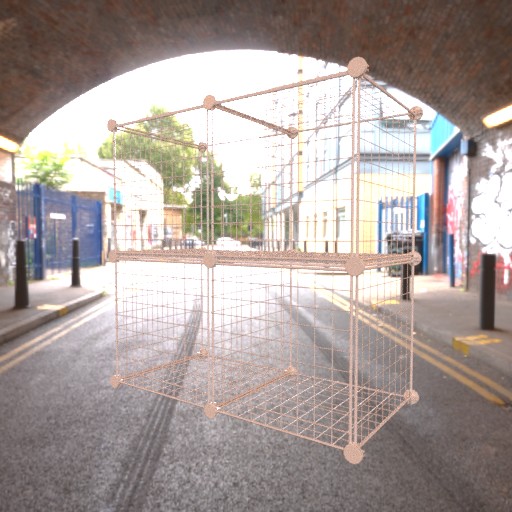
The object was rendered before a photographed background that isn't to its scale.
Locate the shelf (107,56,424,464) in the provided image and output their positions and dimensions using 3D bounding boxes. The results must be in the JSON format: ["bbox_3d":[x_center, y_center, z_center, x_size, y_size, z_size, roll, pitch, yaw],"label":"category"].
[{"bbox_3d":[0.000,0.000,1.116,0.711,0.711,0.356,2,3,36],"label":"shelf"}]
